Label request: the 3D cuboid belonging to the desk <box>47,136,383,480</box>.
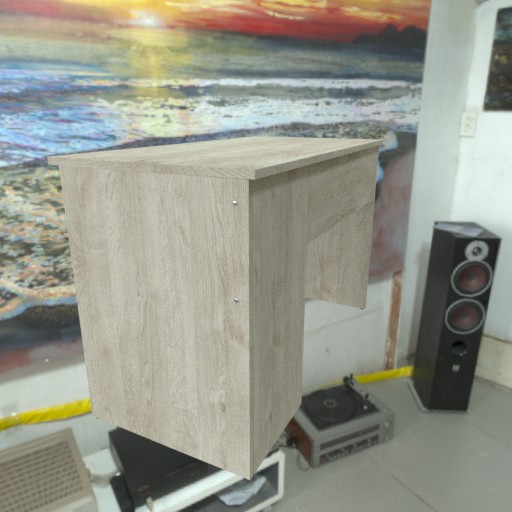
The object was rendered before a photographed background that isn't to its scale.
[{"bbox_3d":[0.000,0.000,1.512,0.560,0.730,1.096,9,20,26],"label":"desk"}]
